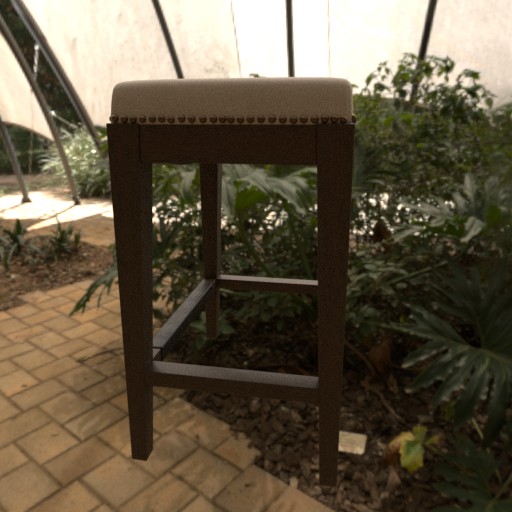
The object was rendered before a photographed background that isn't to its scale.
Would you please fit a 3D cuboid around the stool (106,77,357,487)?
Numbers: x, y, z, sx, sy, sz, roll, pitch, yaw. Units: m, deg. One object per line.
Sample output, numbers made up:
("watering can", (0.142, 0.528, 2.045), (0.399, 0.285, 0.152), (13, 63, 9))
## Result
("stool", (0.000, 0.000, 0.905), (0.361, 0.642, 0.500), (3, 17, 10))
